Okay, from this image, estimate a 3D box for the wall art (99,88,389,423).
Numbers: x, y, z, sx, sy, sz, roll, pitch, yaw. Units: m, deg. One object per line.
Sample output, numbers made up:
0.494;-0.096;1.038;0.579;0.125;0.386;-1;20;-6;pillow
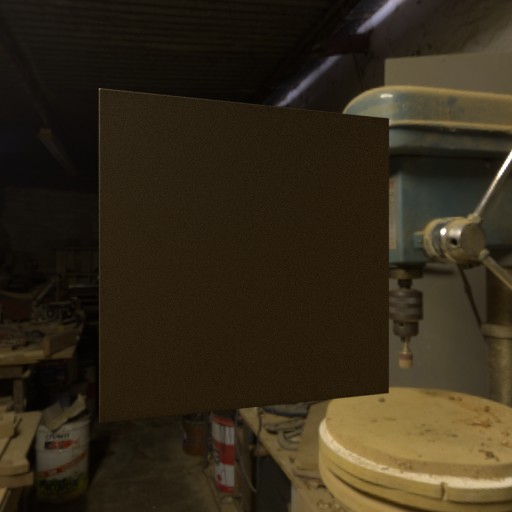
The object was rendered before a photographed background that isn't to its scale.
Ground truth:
0.000;0.000;0.756;0.503;0.506;0.030;0;0;-17;wall art
